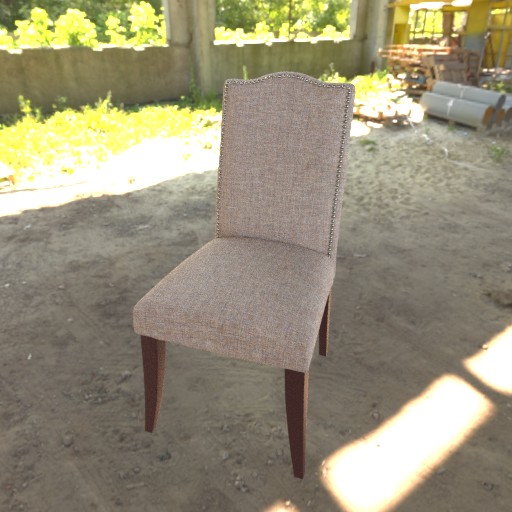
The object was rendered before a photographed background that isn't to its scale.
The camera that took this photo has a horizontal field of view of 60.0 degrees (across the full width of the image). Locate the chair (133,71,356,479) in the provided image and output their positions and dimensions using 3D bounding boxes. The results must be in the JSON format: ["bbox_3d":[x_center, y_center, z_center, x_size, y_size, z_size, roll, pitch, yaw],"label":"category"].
[{"bbox_3d":[0.000,0.000,1.375,0.513,1.016,0.660,9,28,17],"label":"chair"}]
